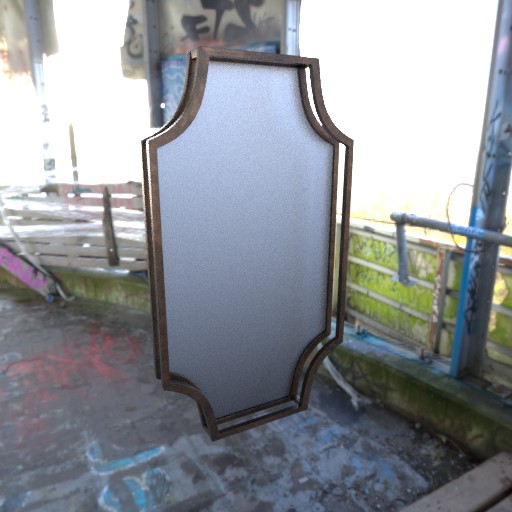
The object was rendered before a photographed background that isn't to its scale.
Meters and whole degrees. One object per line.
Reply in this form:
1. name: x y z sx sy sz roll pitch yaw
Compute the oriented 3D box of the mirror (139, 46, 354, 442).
1. mirror: 0.000 0.000 0.970 0.462 0.811 0.066 -8 17 -27
